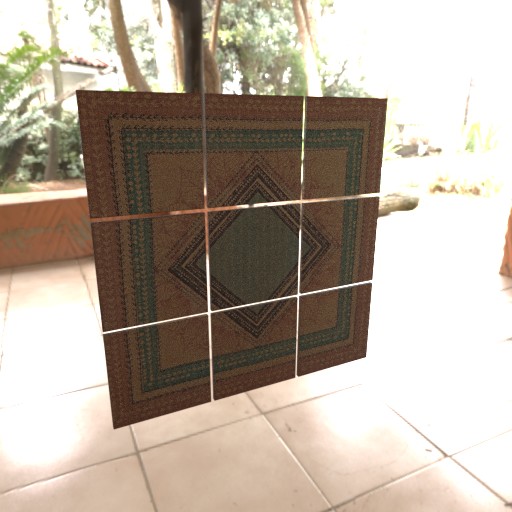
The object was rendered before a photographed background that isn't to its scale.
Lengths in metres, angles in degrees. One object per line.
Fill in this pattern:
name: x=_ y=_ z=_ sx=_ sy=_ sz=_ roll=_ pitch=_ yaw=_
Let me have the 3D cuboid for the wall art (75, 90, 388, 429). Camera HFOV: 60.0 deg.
wall art: x=0.000 y=0.000 z=1.336 sx=0.915 sy=0.914 sz=0.013 roll=-8 pitch=19 yaw=-25
